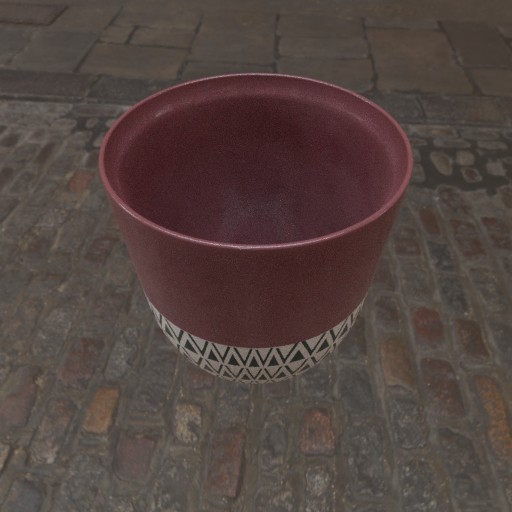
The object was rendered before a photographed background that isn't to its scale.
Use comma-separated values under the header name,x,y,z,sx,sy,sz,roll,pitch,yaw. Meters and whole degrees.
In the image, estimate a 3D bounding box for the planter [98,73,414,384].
name,x,y,z,sx,sy,sz,roll,pitch,yaw
planter,0.000,0.000,0.358,0.195,0.214,0.195,0,46,0
